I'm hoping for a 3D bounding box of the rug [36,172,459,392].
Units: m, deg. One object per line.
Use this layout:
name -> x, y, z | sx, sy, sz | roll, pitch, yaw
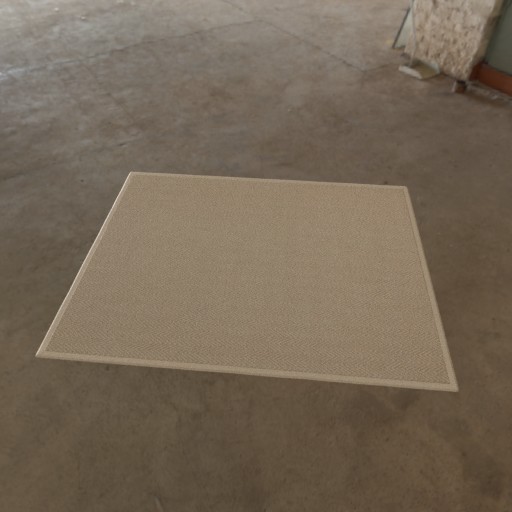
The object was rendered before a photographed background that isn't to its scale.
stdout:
rug -> 0.000, 0.000, 4.017 | 3.051, 0.020, 2.407 | 4, 45, 4
